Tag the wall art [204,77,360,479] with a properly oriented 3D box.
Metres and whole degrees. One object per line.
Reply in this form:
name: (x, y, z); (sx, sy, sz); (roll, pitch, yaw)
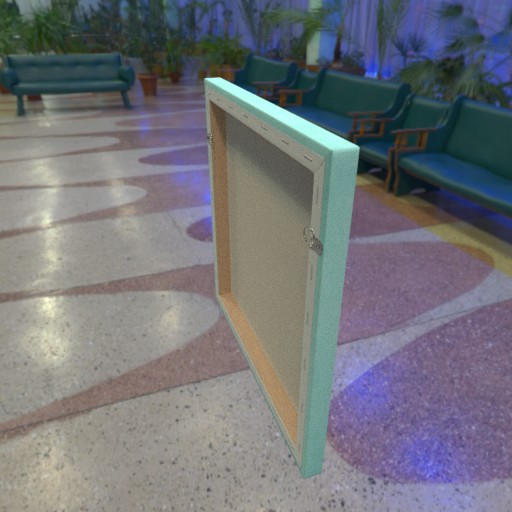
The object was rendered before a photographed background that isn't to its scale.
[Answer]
wall art: (0.000, 0.000, 1.145); (0.054, 0.766, 0.765); (-10, 31, -17)
